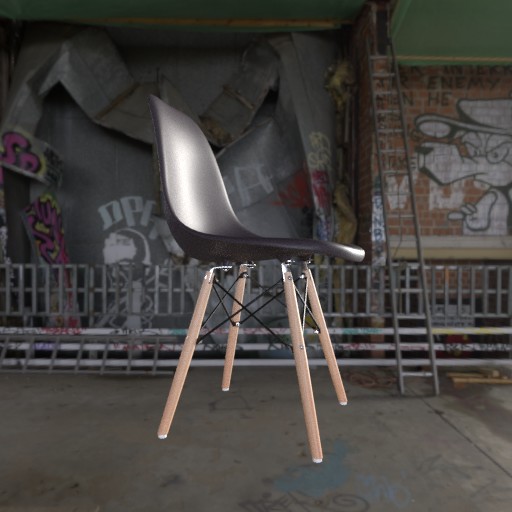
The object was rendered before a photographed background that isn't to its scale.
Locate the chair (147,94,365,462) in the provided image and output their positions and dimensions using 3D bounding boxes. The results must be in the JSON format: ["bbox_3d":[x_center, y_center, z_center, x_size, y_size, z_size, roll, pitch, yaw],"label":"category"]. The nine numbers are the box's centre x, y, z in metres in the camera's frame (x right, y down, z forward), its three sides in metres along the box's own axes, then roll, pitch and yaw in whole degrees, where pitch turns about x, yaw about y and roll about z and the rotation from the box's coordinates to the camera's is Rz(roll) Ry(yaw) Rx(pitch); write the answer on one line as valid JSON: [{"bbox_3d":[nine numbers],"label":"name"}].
[{"bbox_3d":[0.000,0.000,1.125,0.533,0.825,0.470,0,1,19],"label":"chair"}]
